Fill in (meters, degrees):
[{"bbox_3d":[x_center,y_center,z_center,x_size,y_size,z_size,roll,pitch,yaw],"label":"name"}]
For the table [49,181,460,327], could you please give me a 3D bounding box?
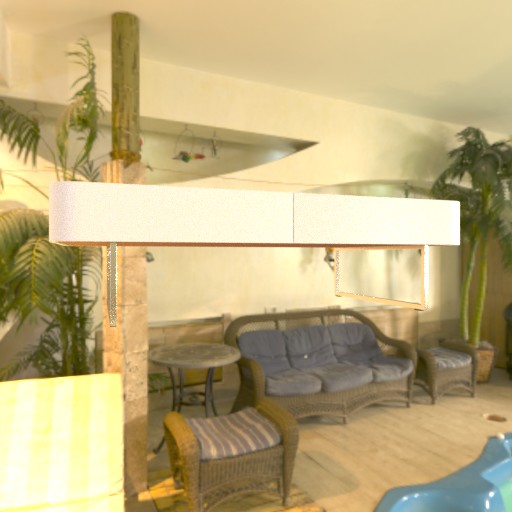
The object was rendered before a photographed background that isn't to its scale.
[{"bbox_3d":[0.000,0.000,1.464,1.200,0.340,0.600,0,0,-19],"label":"table"}]
